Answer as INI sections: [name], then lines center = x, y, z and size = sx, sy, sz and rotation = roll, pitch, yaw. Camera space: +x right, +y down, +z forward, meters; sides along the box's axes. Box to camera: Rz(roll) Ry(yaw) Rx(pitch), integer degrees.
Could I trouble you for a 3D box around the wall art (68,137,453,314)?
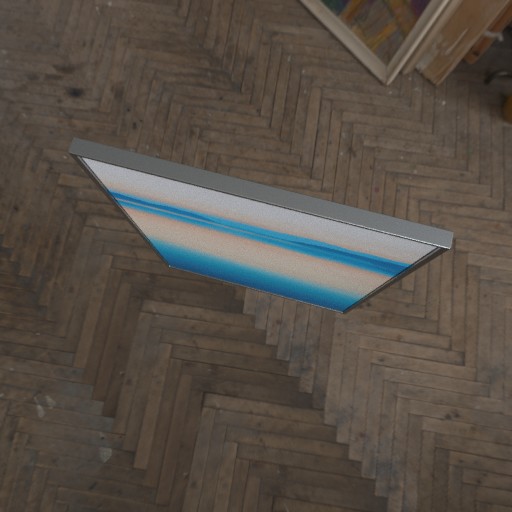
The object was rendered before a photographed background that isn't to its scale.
[wall art]
center = 0.000, 0.000, 1.412
size = 0.801, 1.062, 0.037
rotation = 15, 76, 4
